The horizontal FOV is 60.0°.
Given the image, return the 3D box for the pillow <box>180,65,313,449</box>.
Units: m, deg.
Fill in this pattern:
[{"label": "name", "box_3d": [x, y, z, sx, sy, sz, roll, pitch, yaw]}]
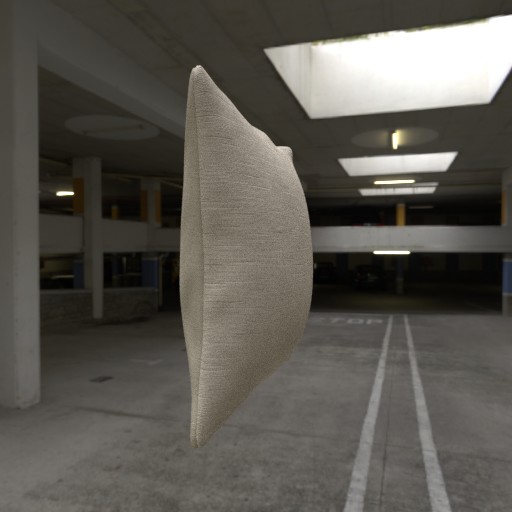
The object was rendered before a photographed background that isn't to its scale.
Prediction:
[{"label": "pillow", "box_3d": [0.000, 0.000, 0.681, 0.162, 0.420, 0.437, 0, 1, 18]}]
